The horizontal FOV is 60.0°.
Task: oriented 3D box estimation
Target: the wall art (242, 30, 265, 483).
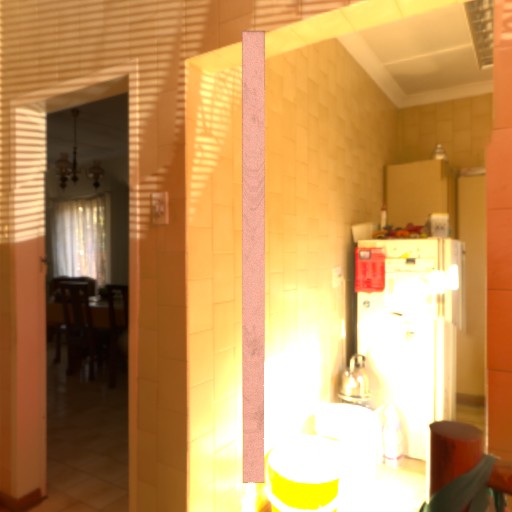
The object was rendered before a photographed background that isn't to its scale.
[{"bbox_3d":[0.000,0.000,1.121,0.038,0.757,0.760,0,1,1],"label":"wall art"}]
